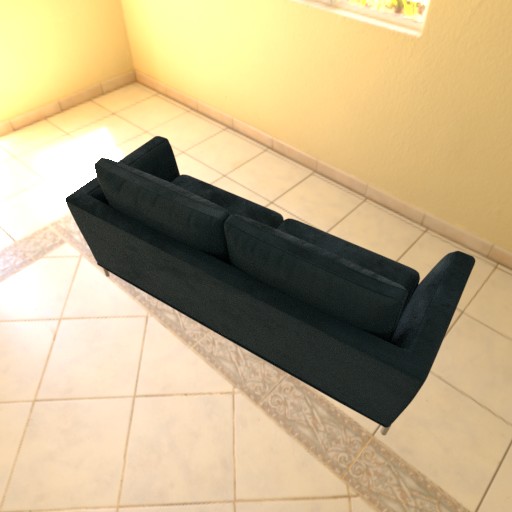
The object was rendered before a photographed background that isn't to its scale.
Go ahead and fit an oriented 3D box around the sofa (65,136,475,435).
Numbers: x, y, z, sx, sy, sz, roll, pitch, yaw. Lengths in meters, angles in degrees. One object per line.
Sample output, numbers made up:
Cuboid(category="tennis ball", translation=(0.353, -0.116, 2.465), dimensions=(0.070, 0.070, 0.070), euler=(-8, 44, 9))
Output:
Cuboid(category="sofa", translation=(0.000, 0.000, 2.662), dimensions=(2.212, 0.998, 0.853), euler=(25, 52, 22))
